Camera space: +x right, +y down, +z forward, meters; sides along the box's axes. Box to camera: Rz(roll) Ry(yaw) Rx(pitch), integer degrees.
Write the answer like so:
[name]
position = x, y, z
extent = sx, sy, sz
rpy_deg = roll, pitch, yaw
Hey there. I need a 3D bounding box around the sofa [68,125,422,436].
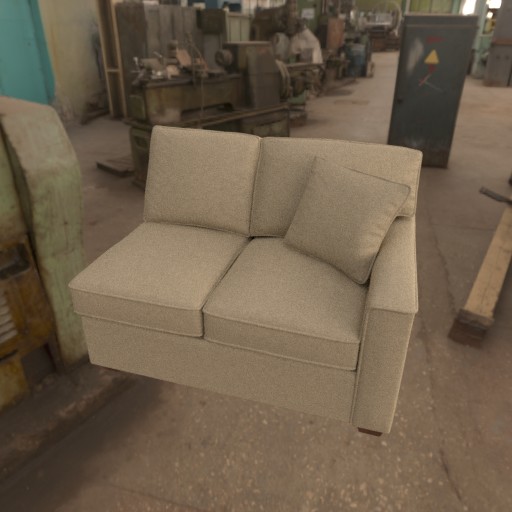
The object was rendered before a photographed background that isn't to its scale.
[sofa]
position = 0.000, 0.000, 2.070
extent = 1.388, 0.989, 0.991
rpy_deg = 8, 29, 15
